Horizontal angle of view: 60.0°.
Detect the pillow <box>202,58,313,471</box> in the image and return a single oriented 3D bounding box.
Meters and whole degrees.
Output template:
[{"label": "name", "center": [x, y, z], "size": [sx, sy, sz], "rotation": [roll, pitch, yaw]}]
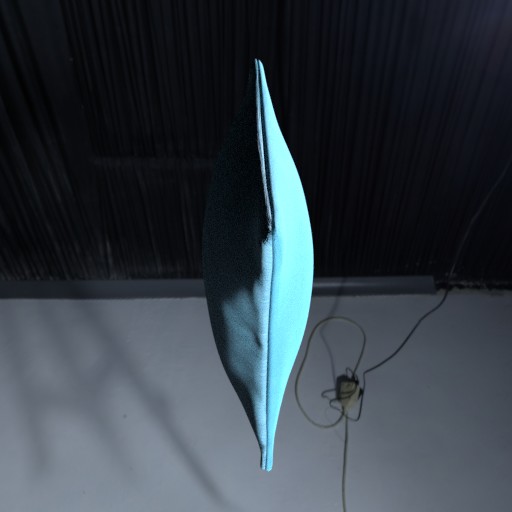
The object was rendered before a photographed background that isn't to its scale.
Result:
[{"label": "pillow", "center": [0.000, 0.000, 0.634], "size": [0.151, 0.415, 0.433], "rotation": [-1, 41, -1]}]
